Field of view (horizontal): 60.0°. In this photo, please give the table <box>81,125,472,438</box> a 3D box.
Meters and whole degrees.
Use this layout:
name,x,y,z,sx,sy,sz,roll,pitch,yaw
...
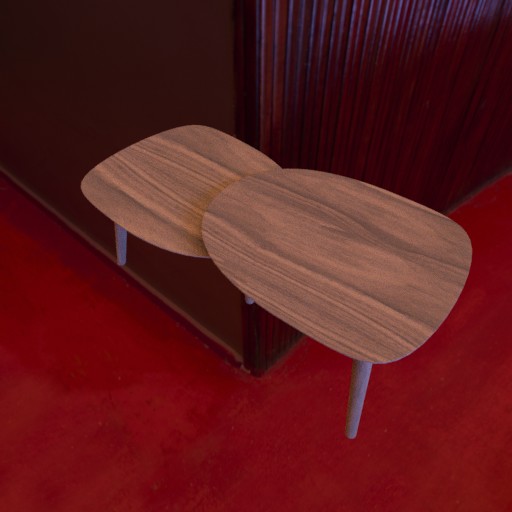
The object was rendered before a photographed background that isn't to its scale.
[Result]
name,x,y,z,sx,sy,sz,roll,pitch,yaw
table,0.000,0.000,1.323,1.084,0.429,0.527,31,54,27
